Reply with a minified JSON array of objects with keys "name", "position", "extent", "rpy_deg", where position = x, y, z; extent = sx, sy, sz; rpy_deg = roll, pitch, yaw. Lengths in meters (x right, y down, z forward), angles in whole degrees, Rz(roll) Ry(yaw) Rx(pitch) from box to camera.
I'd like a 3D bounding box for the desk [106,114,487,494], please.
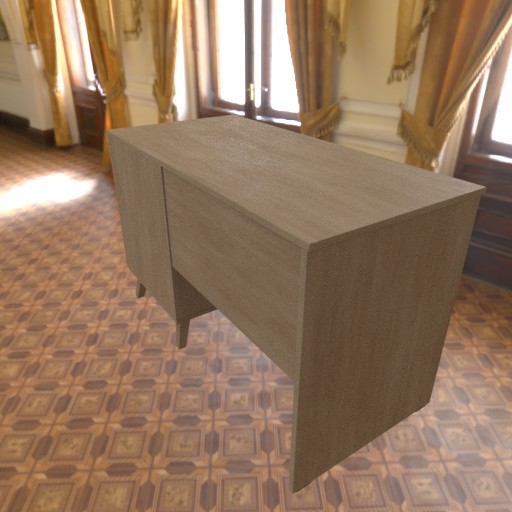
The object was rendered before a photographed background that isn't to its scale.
[{"name":"desk","position":[0.000,0.000,1.638],"extent":[0.600,0.770,1.251],"rpy_deg":[-17,32,-30]}]
